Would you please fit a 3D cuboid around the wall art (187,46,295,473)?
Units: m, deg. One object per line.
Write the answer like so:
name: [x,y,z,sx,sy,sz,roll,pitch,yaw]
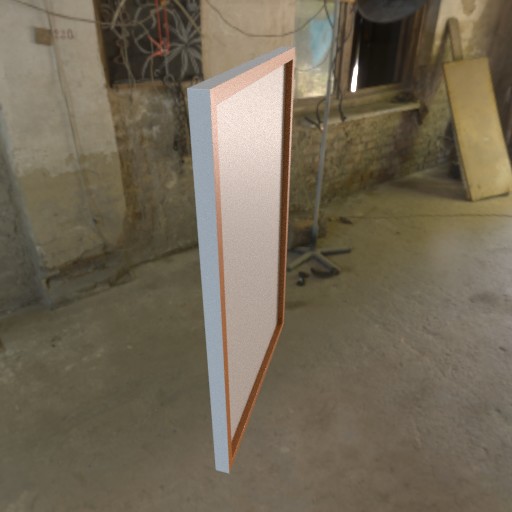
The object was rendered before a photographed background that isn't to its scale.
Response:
wall art: [0.000,0.000,1.133,0.037,0.916,0.610,8,32,14]
